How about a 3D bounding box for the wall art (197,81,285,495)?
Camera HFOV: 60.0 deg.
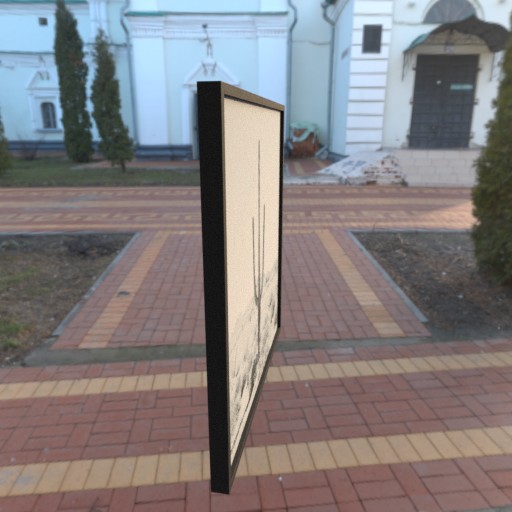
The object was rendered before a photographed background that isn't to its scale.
[{"bbox_3d":[0.000,0.000,1.131,0.038,0.762,0.762,3,16,10],"label":"wall art"}]
